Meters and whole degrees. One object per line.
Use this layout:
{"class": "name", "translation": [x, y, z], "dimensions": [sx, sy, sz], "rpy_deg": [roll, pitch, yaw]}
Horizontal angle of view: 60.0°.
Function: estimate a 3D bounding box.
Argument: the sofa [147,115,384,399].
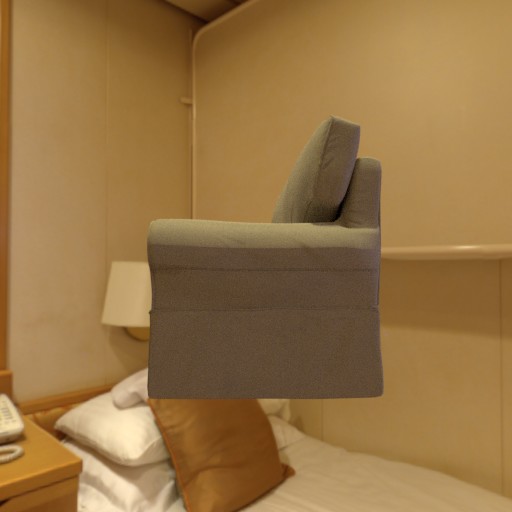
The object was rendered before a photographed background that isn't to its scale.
{"class": "sofa", "translation": [0.000, 0.000, 2.368], "dimensions": [0.841, 1.024, 1.823], "rpy_deg": [0, -1, -2]}
